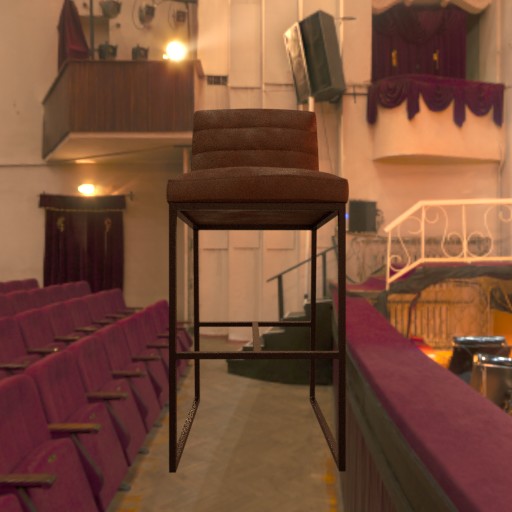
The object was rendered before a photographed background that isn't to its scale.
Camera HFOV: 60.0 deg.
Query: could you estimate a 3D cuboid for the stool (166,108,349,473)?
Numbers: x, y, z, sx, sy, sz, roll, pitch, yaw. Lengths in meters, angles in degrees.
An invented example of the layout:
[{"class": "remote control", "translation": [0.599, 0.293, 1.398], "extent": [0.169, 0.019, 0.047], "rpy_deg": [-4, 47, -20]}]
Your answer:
[{"class": "stool", "translation": [0.000, 0.000, 1.361], "extent": [0.463, 1.065, 0.562], "rpy_deg": [0, 0, -1]}]
